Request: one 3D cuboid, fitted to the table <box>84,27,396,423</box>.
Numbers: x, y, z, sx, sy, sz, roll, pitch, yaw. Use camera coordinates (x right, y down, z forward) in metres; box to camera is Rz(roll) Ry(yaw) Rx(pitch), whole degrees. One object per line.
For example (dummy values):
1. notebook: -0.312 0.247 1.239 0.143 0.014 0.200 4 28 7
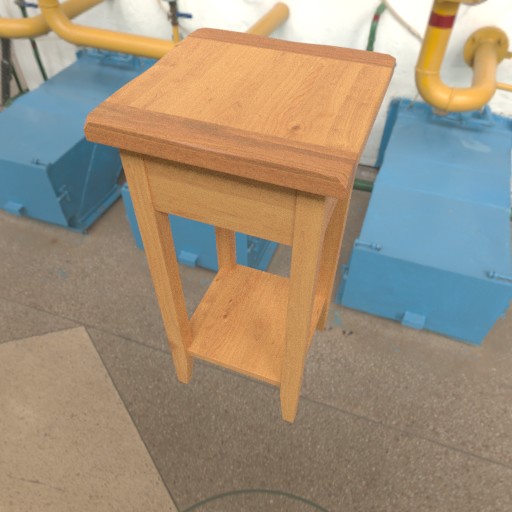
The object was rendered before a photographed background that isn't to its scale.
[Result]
1. table: 0.000 0.000 0.924 0.360 0.740 0.360 16 48 14
